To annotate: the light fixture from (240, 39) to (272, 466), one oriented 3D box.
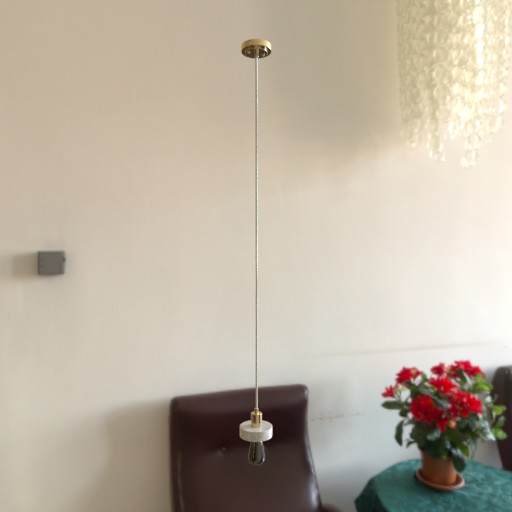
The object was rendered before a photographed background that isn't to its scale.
[{"bbox_3d":[0.000,0.000,1.763,0.129,1.669,0.129,0,0,37],"label":"light fixture"}]
